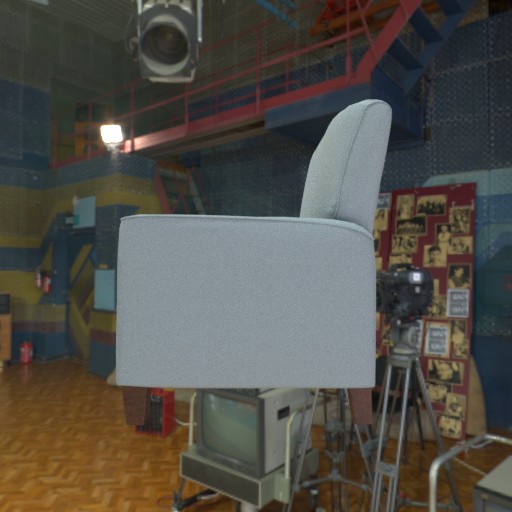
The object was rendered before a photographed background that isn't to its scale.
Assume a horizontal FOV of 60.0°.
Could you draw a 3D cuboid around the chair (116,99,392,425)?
[{"bbox_3d":[0.000,0.000,1.682,0.846,1.007,0.853,0,-1,0],"label":"chair"}]
